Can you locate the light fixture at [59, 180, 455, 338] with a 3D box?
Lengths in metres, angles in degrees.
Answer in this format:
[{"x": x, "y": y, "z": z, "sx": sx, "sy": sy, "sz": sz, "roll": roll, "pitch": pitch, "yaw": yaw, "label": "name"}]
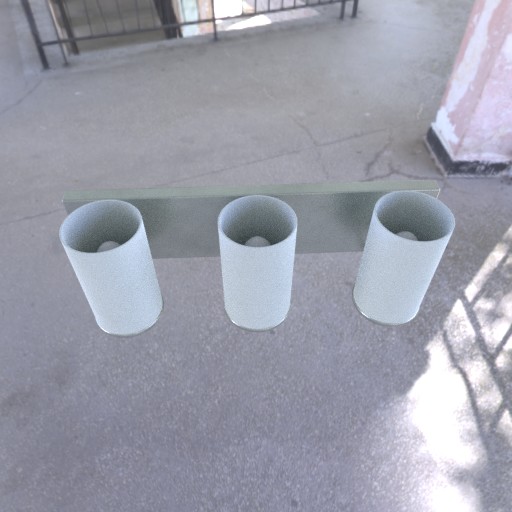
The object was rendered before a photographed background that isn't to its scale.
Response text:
[{"x": 0.000, "y": 0.000, "z": 0.526, "sx": 0.451, "sy": 0.172, "sz": 0.145, "roll": -2, "pitch": 47, "yaw": -2, "label": "light fixture"}]
